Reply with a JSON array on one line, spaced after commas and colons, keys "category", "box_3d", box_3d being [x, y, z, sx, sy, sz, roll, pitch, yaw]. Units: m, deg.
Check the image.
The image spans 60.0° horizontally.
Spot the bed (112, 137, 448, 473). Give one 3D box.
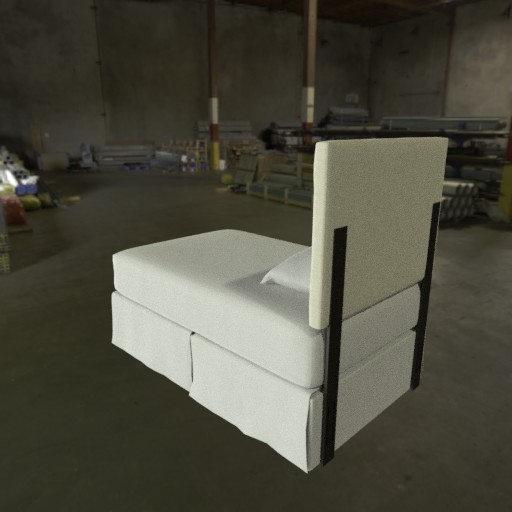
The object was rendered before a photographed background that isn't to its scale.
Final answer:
[{"category": "bed", "box_3d": [0.000, 0.000, 3.003, 1.261, 1.571, 1.997, -15, 22, -42]}]
